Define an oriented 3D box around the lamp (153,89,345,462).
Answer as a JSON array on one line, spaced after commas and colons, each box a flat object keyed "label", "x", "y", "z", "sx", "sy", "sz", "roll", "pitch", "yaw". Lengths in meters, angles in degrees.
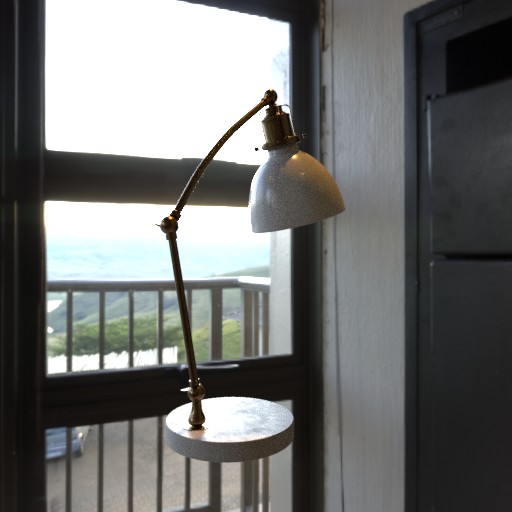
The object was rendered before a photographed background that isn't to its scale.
[{"label": "lamp", "x": 0.000, "y": 0.000, "z": 0.680, "sx": 0.317, "sy": 0.522, "sz": 0.186, "roll": 0, "pitch": -1, "yaw": -37}]
